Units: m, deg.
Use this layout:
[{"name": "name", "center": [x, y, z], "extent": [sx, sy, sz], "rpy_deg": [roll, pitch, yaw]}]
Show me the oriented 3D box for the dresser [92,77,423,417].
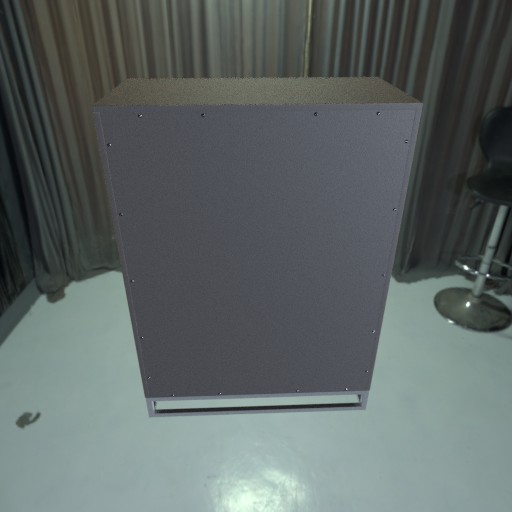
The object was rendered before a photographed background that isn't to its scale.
[{"name": "dresser", "center": [0.000, 0.000, 1.841], "extent": [0.965, 1.321, 0.508], "rpy_deg": [-1, 31, -2]}]
